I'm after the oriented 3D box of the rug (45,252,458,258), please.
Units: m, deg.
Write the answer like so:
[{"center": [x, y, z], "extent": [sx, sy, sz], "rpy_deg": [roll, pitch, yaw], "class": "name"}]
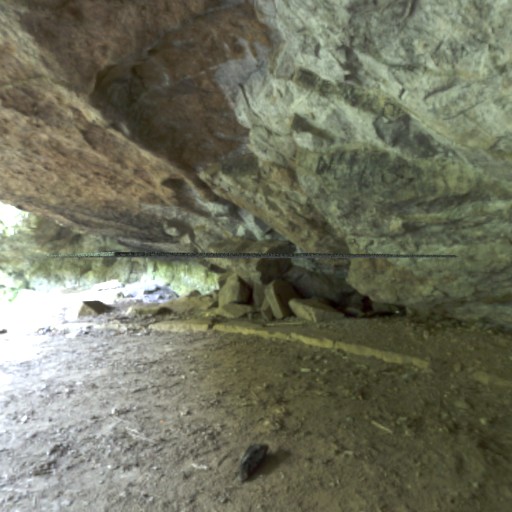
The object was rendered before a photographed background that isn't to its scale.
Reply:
[{"center": [0.000, 0.000, 3.093], "extent": [2.443, 0.021, 1.538], "rpy_deg": [0, -1, -35], "class": "rug"}]
